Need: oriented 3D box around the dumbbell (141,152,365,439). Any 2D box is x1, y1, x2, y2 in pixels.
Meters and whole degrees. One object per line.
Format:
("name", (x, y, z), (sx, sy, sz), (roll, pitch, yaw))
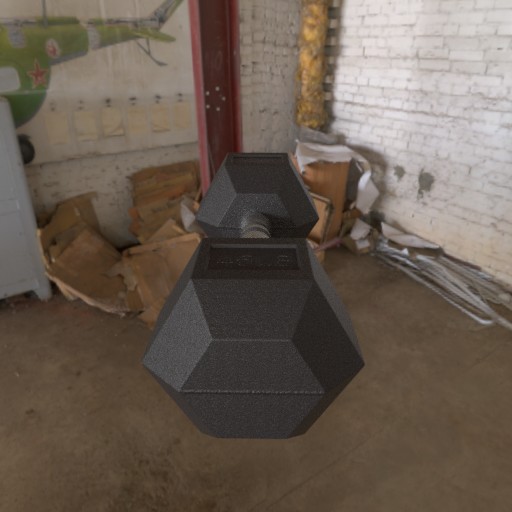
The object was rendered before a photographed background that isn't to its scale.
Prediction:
("dumbbell", (0.000, 0.000, 0.416), (0.141, 0.123, 0.356), (0, 26, 1))
